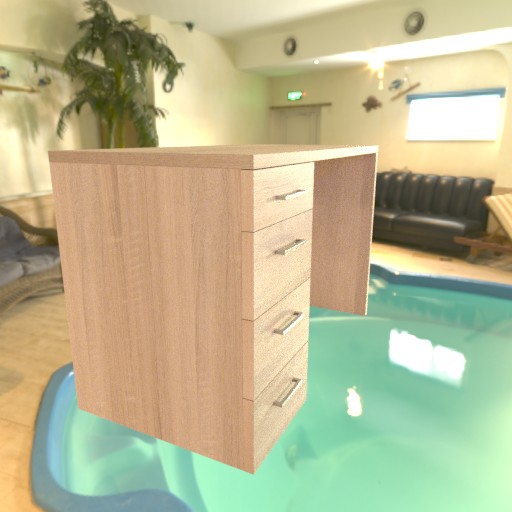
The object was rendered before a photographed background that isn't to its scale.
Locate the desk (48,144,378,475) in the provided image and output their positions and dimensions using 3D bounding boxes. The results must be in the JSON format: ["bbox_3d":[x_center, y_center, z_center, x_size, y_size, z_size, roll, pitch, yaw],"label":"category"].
[{"bbox_3d":[0.000,0.000,1.536,0.600,0.731,1.100,8,17,26],"label":"desk"}]
